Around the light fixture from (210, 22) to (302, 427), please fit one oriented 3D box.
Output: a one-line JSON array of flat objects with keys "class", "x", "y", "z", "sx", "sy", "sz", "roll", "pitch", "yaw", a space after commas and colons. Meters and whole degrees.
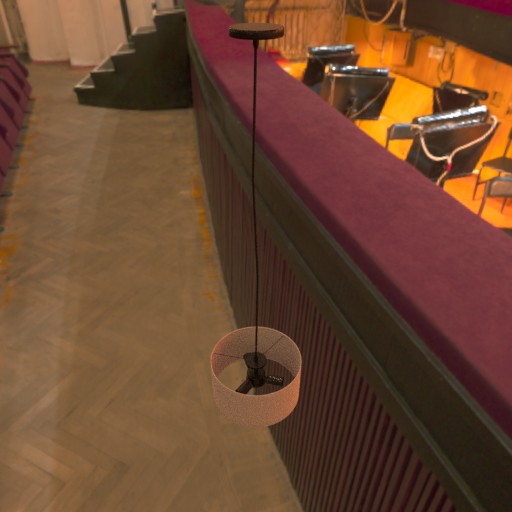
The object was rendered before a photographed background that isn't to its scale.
[{"class": "light fixture", "x": 0.000, "y": 0.000, "z": 1.635, "sx": 0.399, "sy": 1.516, "sz": 0.399, "roll": 0, "pitch": 35, "yaw": 0}]
